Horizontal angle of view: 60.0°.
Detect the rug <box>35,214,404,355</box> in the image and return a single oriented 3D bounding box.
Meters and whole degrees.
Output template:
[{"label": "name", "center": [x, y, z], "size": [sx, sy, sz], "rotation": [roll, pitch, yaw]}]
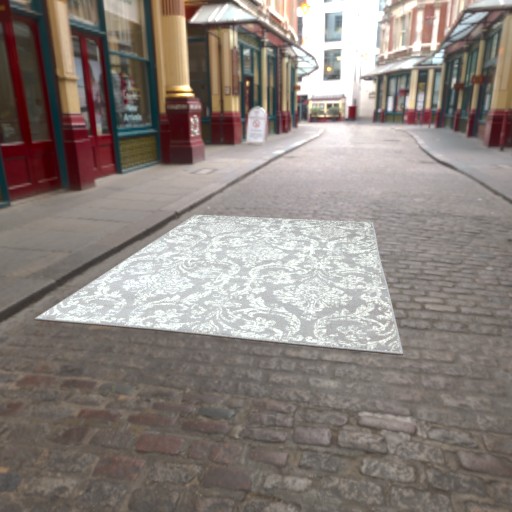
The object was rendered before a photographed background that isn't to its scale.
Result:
[{"label": "rug", "center": [0.000, 0.000, 2.858], "size": [1.578, 0.014, 2.206], "rotation": [3, 18, 11]}]
